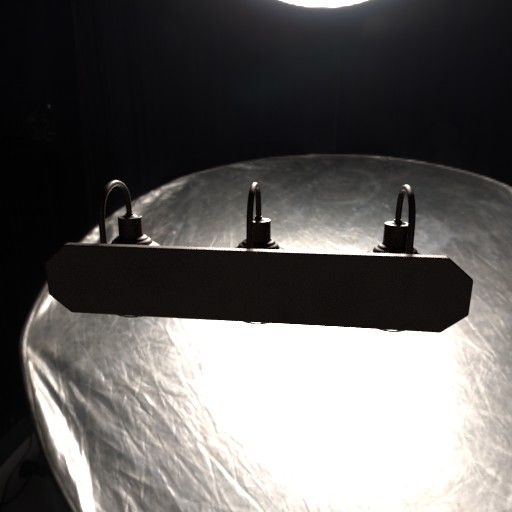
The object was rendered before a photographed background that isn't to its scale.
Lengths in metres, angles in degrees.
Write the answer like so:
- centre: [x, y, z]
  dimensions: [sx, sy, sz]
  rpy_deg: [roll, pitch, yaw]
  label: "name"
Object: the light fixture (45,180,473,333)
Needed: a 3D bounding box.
- centre: [0.000, 0.000, 0.760]
  dimensions: [0.634, 0.254, 0.229]
  rpy_deg: [2, 16, 7]
  label: "light fixture"
